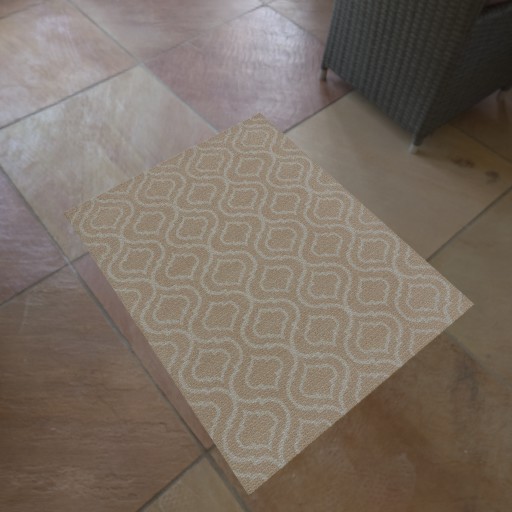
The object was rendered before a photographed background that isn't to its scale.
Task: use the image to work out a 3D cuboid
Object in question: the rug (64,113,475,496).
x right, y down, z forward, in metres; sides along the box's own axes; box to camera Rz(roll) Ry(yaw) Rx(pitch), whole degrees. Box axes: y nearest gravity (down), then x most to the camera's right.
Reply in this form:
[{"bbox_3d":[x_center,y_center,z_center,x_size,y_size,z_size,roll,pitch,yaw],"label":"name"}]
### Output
[{"bbox_3d":[0.000,0.000,3.862,2.286,0.013,2.894,-33,63,-19],"label":"rug"}]
